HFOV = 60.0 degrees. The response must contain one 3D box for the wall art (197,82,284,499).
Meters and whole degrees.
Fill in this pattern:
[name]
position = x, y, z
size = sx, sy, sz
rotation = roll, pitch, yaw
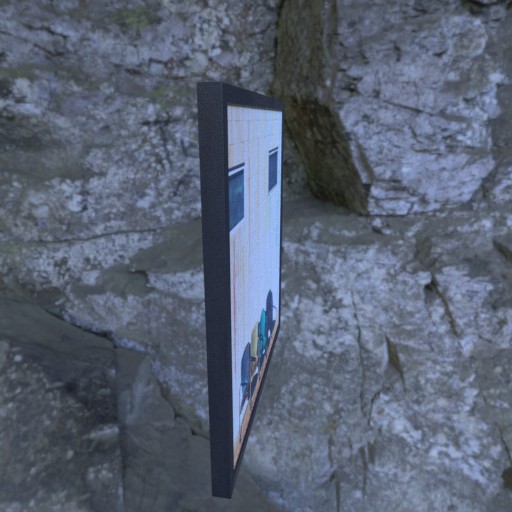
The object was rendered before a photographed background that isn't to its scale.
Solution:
[wall art]
position = 0.000, 0.000, 1.116
size = 0.039, 0.763, 0.763
rotation = 3, 17, 10
